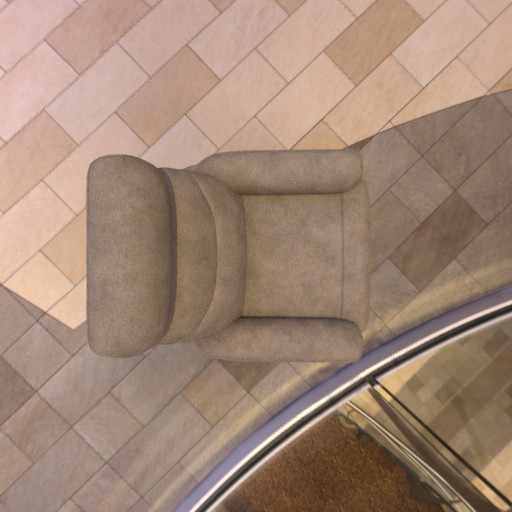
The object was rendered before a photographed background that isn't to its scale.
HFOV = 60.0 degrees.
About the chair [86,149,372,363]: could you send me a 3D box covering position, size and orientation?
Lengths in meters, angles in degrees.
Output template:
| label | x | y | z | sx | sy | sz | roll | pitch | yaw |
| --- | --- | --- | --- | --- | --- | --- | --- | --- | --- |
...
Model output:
| label | x | y | z | sx | sy | sz | roll | pitch | yaw |
| --- | --- | --- | --- | --- | --- | --- | --- | --- | --- |
| chair | 0.000 | 0.000 | 1.754 | 1.009 | 1.036 | 0.830 | 0 | 90 | -3 |
